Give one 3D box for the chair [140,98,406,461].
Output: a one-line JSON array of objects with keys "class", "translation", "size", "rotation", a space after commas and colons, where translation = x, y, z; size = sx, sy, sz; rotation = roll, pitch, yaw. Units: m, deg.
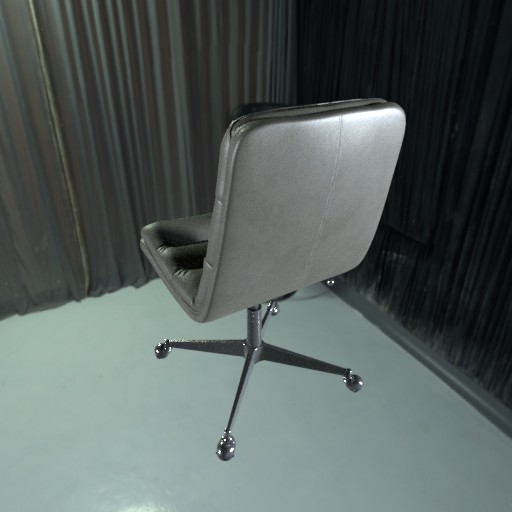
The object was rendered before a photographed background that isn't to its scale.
[{"class": "chair", "translation": [0.000, 0.000, 1.019], "size": [0.422, 0.738, 0.485], "rotation": [-17, 34, -28]}]
